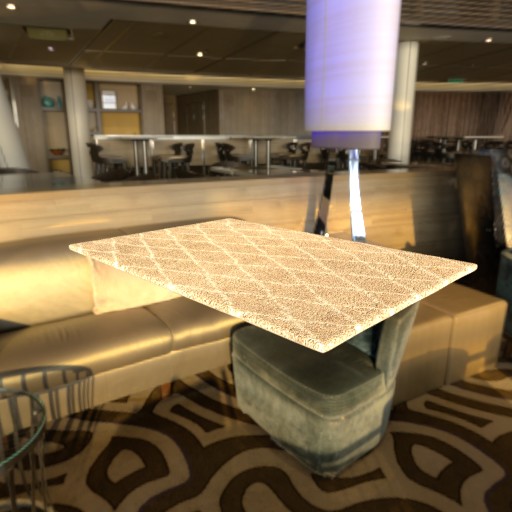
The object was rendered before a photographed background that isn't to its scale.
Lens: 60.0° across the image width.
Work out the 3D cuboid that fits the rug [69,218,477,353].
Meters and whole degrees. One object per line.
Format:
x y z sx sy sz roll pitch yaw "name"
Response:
0.000 0.000 2.304 1.219 0.030 1.778 -14 21 -43 "rug"
